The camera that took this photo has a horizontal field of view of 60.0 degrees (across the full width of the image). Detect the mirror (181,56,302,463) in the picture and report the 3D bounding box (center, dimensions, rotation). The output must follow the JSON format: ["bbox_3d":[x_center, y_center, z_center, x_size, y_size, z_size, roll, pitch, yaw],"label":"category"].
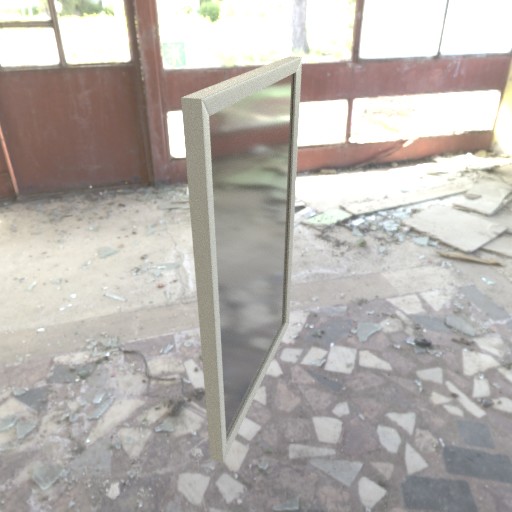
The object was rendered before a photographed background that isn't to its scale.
[{"bbox_3d":[0.000,0.000,1.180,0.041,0.914,0.609,11,32,17],"label":"mirror"}]
